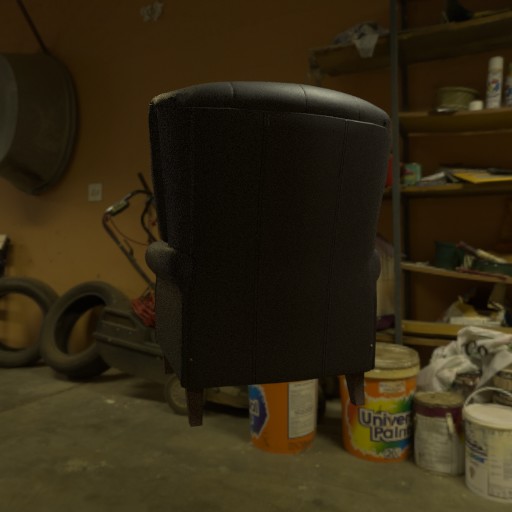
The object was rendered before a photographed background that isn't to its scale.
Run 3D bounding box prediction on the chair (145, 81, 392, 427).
[{"bbox_3d":[0.000,0.000,1.896,0.948,1.158,1.058,0,0,-19],"label":"chair"}]
